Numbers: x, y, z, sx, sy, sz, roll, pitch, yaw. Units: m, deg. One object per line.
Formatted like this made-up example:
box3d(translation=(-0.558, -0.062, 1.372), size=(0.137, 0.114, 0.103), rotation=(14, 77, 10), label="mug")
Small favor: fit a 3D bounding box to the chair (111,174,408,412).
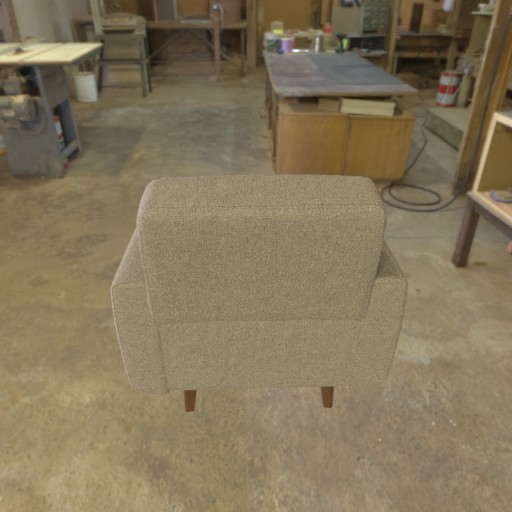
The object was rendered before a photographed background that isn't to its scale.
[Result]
box3d(translation=(0.000, 0.000, 1.593), size=(0.831, 0.839, 0.907), rotation=(-1, 31, -2), label="chair")
